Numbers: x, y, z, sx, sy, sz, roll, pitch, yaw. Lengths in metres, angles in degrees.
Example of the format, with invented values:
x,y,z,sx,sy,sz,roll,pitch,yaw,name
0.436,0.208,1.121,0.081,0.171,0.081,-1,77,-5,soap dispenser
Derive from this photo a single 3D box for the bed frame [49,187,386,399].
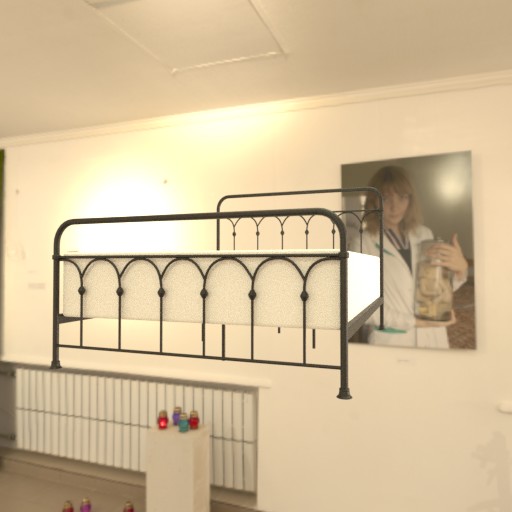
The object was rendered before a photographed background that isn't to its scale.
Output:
x,y,z,sx,sy,sz,roll,pitch,yaw,name
0.000,0.000,3.208,1.664,1.276,2.203,0,-1,20,bed frame
